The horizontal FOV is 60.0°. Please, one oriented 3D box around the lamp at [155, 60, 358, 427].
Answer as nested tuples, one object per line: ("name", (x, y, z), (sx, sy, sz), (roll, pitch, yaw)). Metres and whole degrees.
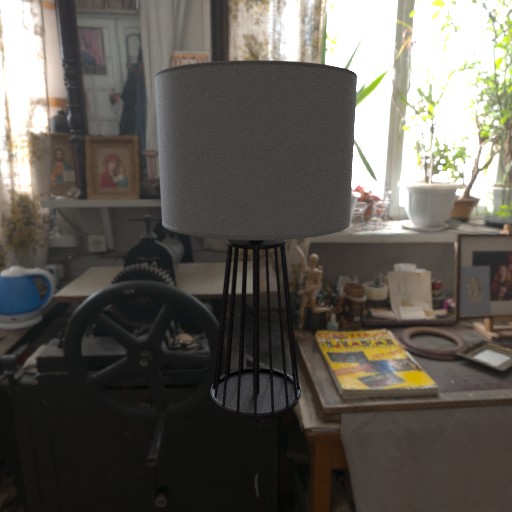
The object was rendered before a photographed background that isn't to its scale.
("lamp", (0.000, 0.000, 0.790), (0.322, 0.593, 0.322), (-13, 19, -42))
